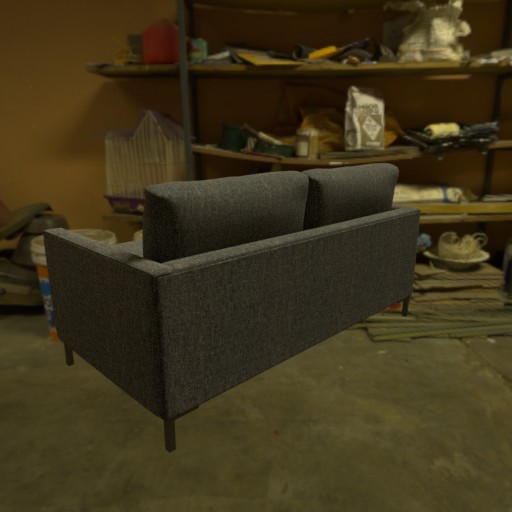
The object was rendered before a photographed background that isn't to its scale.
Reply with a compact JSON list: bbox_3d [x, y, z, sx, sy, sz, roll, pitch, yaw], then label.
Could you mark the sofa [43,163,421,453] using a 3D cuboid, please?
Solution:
[{"bbox_3d":[0.000,0.000,2.177,1.716,0.862,0.866,-15,21,-43],"label":"sofa"}]
